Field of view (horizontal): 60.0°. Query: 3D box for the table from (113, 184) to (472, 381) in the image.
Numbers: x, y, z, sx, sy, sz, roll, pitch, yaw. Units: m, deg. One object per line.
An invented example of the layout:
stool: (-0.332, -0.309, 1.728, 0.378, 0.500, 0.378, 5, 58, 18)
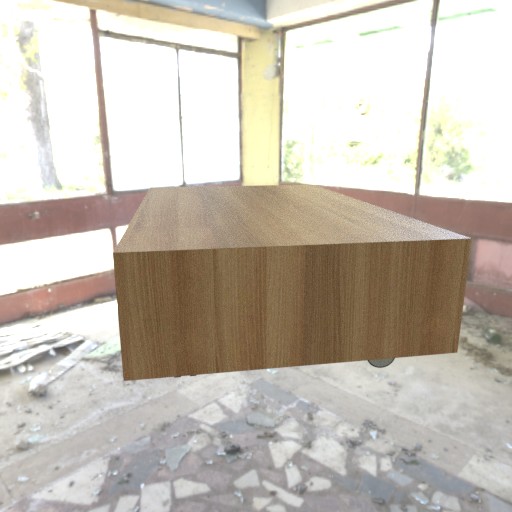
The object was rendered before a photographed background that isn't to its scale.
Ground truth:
table: (0.000, 0.000, 1.407, 0.700, 0.330, 1.100, -2, 15, -9)
